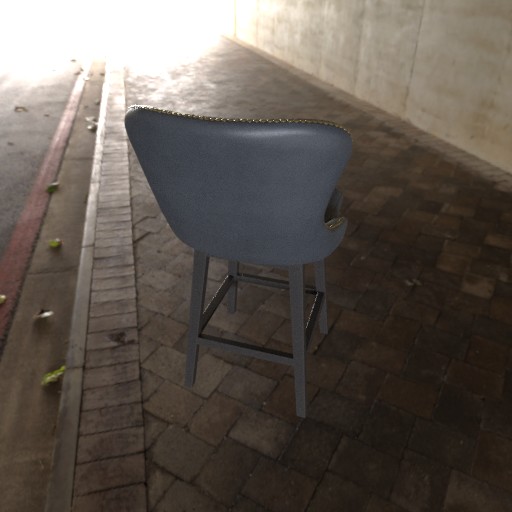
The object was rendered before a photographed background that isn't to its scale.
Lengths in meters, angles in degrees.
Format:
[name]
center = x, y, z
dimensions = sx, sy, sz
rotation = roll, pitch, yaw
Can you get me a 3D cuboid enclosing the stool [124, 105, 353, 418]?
[stool]
center = 0.000, 0.000, 1.344
dimensions = 0.528, 0.971, 0.593
rotation = 10, 33, 15
